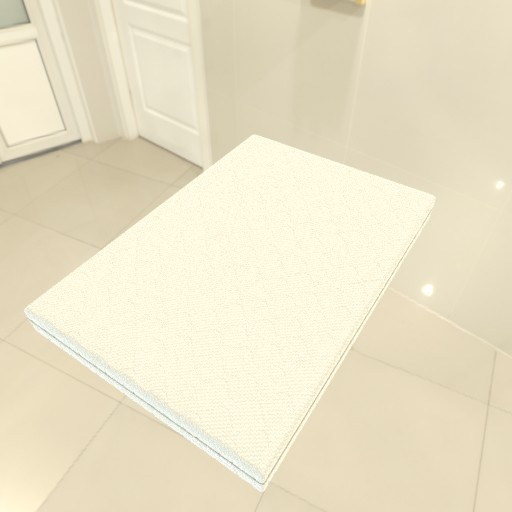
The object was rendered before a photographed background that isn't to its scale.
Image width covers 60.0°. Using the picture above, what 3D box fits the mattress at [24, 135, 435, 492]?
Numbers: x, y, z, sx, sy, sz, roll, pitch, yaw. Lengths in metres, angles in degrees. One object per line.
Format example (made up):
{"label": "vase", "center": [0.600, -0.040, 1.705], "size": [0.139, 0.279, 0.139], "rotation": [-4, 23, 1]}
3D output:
{"label": "mattress", "center": [0.000, 0.000, 2.515], "size": [1.400, 0.200, 2.000], "rotation": [25, 50, 23]}
